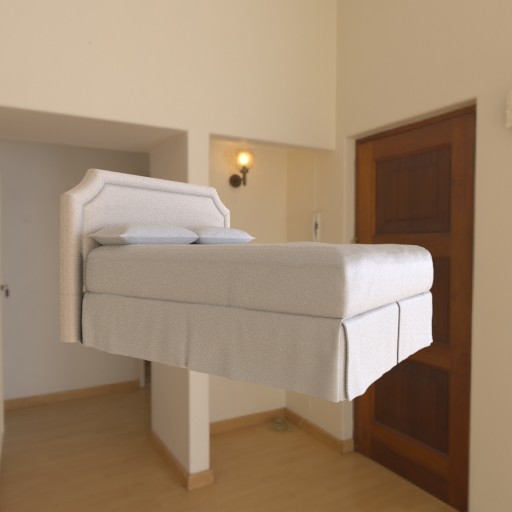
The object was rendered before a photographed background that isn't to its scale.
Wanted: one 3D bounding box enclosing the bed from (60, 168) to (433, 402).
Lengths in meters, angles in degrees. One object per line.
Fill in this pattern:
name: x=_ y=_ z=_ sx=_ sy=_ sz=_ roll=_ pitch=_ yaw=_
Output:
bed: x=0.000 y=0.000 z=3.272 sx=2.164 sy=1.297 sz=1.828 roll=1 pitch=2 yaw=35
